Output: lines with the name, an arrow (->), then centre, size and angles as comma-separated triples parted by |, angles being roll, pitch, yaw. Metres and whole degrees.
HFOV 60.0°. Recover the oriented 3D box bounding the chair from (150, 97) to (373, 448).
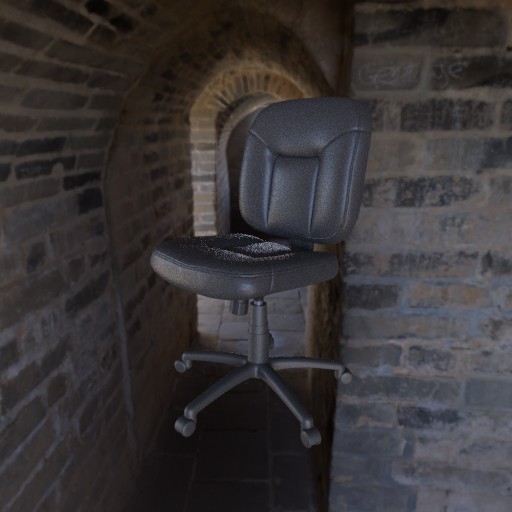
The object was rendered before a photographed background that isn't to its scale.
chair -> 0.000, 0.000, 1.380 | 0.647, 0.959, 0.646 | 14, 21, 42
